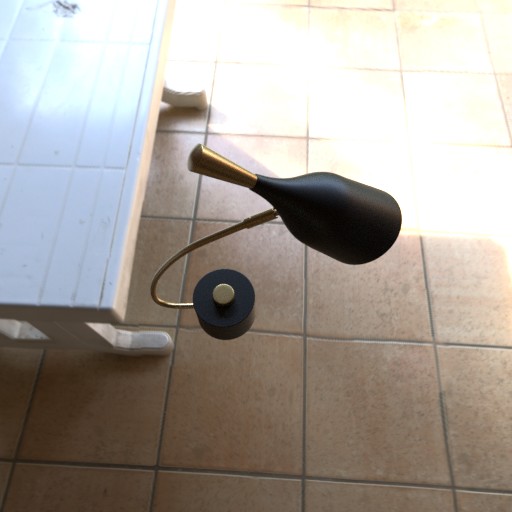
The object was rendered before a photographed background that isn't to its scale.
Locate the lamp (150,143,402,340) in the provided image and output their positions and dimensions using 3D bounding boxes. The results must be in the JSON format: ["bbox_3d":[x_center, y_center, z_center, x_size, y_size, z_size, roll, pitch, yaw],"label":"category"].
[{"bbox_3d":[0.000,0.000,0.627,0.352,0.464,0.110,-2,64,-1],"label":"lamp"}]
